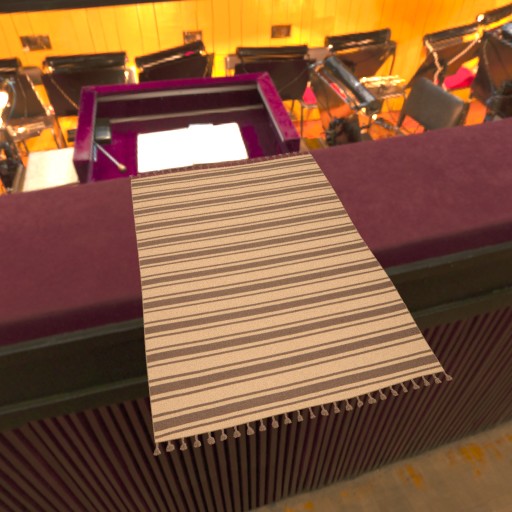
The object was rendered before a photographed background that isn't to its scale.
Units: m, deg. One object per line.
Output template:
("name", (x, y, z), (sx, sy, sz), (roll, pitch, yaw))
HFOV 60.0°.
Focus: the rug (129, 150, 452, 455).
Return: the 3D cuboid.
("rug", (0.000, 0.000, 3.876), (2.030, 0.017, 3.040), (-10, 46, -10))
